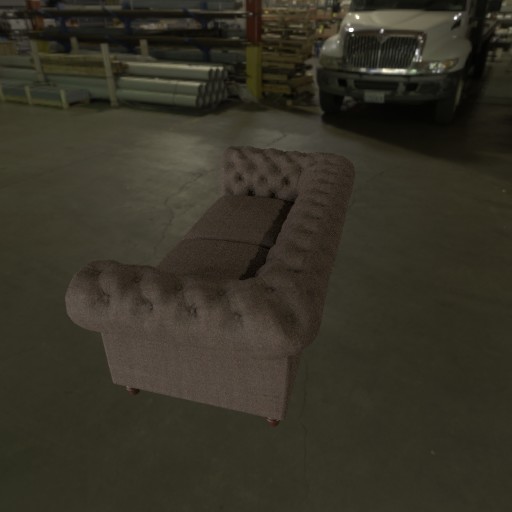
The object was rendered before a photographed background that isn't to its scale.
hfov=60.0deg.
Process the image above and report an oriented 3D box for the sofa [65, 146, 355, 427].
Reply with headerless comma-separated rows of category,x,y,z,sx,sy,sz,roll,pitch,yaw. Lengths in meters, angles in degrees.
sofa,0.000,0.000,2.528,0.944,0.780,2.048,8,30,13
